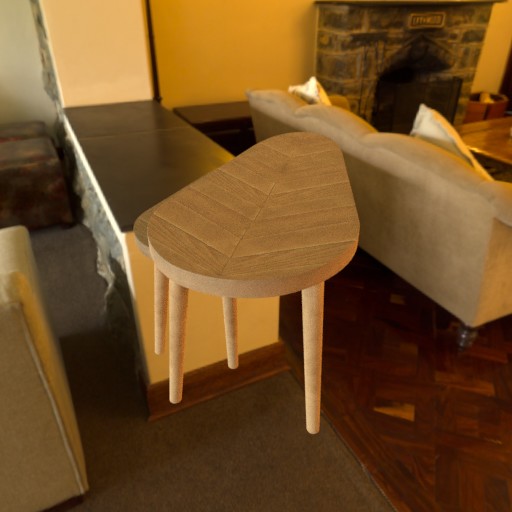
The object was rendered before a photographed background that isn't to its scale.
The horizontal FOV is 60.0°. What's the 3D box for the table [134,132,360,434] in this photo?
[{"bbox_3d":[0.000,0.000,1.604,0.701,0.595,1.190,8,32,13],"label":"table"}]
